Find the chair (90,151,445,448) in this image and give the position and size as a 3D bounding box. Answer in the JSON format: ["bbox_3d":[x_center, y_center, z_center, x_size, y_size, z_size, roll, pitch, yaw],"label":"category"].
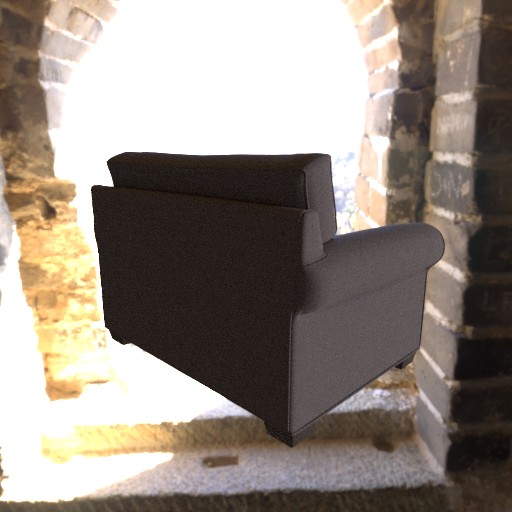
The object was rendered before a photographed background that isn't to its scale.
[{"bbox_3d":[0.000,0.000,2.024,1.390,0.930,0.930,13,19,43],"label":"chair"}]
